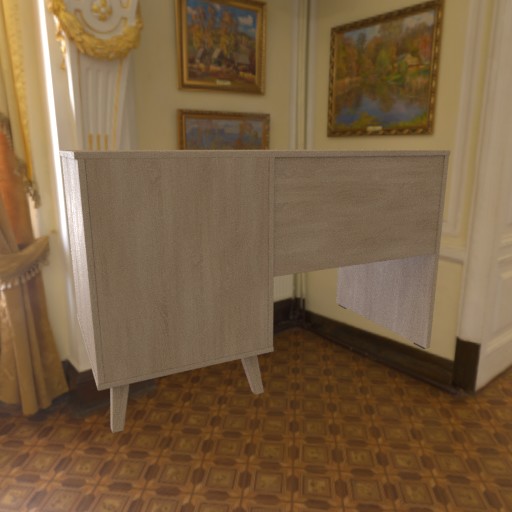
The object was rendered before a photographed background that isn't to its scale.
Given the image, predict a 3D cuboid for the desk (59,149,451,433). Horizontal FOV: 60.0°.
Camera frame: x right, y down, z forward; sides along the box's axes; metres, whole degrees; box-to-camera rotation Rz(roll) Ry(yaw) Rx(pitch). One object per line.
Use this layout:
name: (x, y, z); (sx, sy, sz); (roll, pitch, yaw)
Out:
desk: (0.000, 0.000, 1.661); (1.251, 0.770, 0.600); (-7, 15, -26)
